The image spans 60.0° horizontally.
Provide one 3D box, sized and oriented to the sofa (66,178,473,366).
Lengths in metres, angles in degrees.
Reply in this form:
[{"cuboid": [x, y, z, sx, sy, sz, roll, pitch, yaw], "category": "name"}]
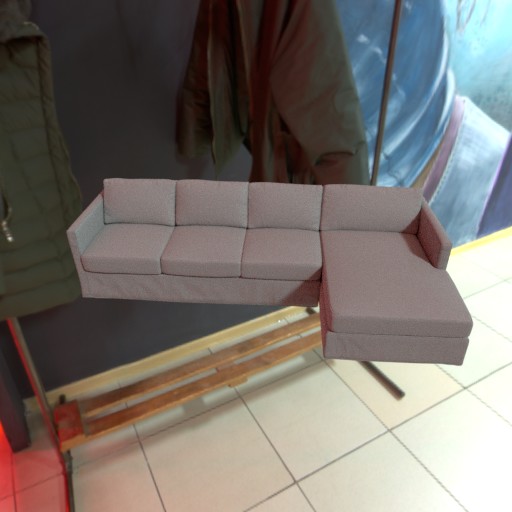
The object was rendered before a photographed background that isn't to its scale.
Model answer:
[{"cuboid": [0.000, 0.000, 3.833, 3.177, 0.867, 1.622, 2, 32, 3], "category": "sofa"}]
